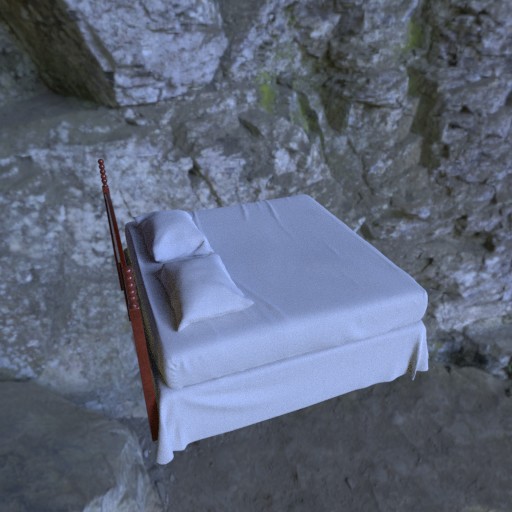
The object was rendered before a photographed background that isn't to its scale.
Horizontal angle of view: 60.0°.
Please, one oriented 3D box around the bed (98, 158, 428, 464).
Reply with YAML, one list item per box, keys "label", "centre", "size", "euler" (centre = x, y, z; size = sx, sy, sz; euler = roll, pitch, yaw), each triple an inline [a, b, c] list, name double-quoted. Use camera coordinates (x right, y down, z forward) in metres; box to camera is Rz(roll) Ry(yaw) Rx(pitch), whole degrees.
- label: "bed"
  centre: [0.000, 0.000, 3.714]
  size: [2.219, 1.355, 2.322]
  euler: [-11, 32, -18]
